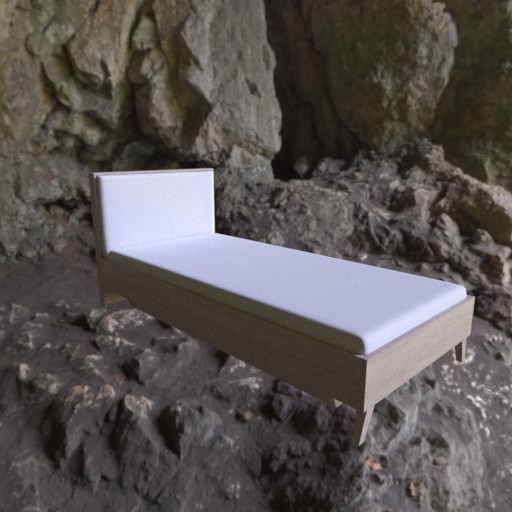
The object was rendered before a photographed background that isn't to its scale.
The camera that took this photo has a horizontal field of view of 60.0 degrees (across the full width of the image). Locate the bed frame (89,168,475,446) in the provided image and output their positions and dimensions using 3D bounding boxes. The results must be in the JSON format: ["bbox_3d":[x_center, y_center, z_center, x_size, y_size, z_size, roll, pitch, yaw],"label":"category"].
[{"bbox_3d":[0.000,0.000,2.612,0.990,0.920,2.140,-13,19,-43],"label":"bed frame"}]
